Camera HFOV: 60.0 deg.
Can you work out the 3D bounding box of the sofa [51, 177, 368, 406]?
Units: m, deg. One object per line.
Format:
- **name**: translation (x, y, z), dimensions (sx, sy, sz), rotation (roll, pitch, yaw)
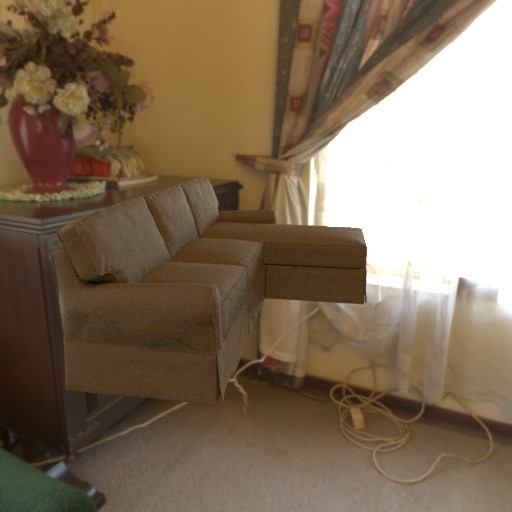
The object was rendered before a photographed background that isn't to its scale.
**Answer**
- **sofa**: translation (0.000, 0.000, 3.324), dimensions (1.733, 0.978, 2.475), rotation (3, 16, 9)
